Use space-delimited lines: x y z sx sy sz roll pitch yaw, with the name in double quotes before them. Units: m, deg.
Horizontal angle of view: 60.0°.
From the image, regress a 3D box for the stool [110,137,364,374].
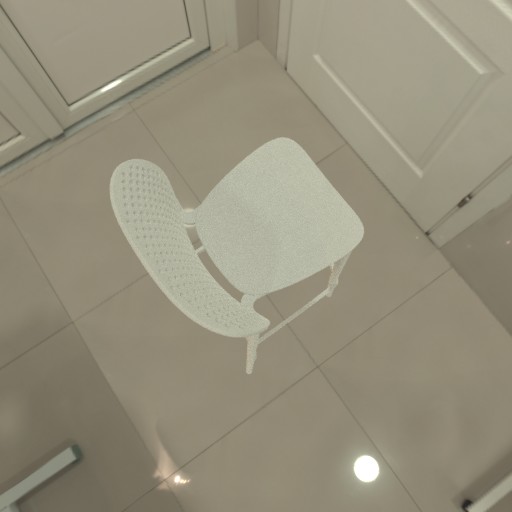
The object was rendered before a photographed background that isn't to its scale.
"stool" 0.000 0.000 1.370 0.535 1.045 0.536 -34 77 -9
